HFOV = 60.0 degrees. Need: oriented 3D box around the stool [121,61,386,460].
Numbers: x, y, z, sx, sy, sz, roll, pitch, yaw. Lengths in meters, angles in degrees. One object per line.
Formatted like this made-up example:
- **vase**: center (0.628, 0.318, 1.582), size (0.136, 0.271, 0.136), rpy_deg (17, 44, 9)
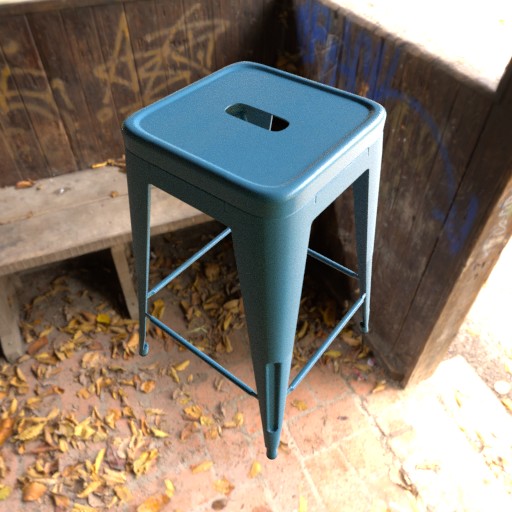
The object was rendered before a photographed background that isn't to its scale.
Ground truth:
- **stool**: center (0.000, 0.000, 0.880), size (0.410, 0.608, 0.410), rpy_deg (29, 53, 26)
